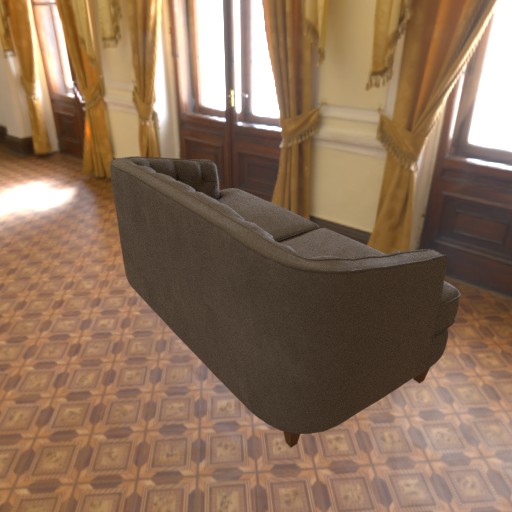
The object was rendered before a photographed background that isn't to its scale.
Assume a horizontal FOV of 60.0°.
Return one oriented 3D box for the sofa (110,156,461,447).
[{"bbox_3d":[0.000,0.000,2.238,0.941,0.855,1.733,-19,32,-32],"label":"sofa"}]
